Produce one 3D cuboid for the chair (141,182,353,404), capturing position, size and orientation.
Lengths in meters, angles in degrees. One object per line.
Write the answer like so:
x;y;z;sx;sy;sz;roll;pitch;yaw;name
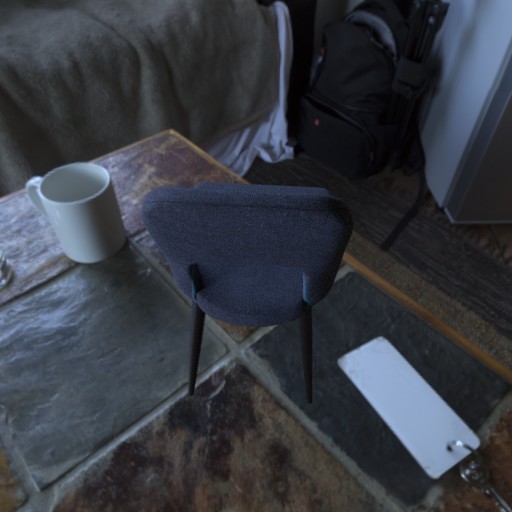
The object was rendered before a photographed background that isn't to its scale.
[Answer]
0.000;0.000;1.296;0.470;0.931;0.612;3;48;3;chair
